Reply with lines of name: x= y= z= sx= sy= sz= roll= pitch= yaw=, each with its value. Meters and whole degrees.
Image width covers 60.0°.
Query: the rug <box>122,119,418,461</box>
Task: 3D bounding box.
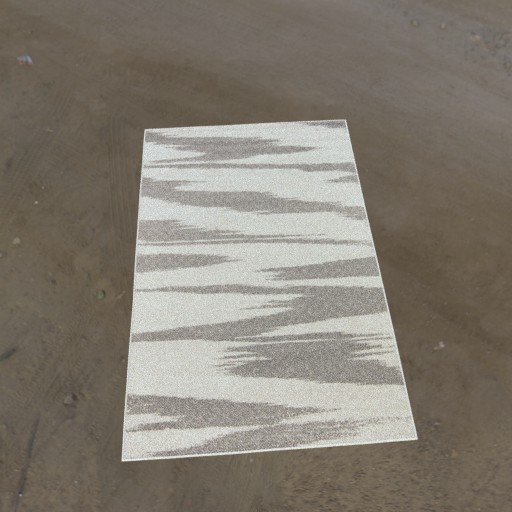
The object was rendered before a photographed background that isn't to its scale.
rug: x=0.000 y=0.000 z=2.254 sx=1.225 sy=0.008 sz=1.827 roll=-3 pitch=61 yaw=-2
